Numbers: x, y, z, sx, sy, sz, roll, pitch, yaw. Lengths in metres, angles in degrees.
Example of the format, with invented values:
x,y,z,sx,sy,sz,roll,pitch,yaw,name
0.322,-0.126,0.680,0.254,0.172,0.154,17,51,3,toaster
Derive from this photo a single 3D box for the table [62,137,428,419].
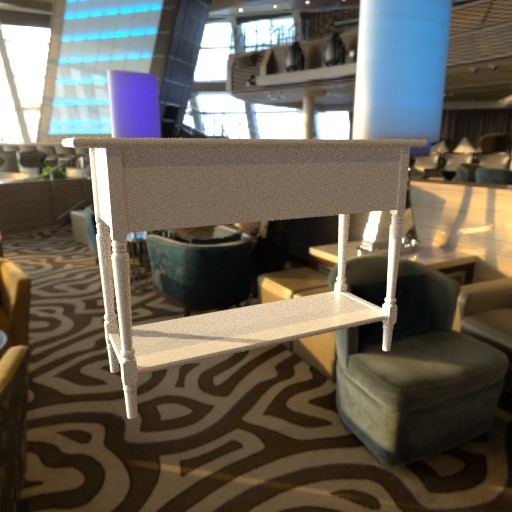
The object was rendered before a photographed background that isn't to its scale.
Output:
x,y,z,sx,sy,sz,roll,pitch,yaw,name
0.000,0.000,1.601,1.191,0.814,0.386,-7,16,-26,table
